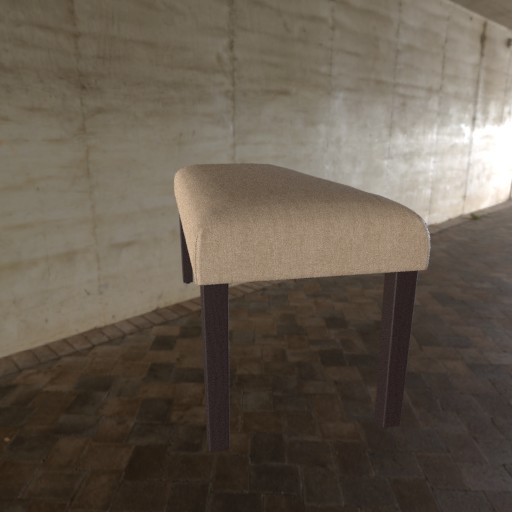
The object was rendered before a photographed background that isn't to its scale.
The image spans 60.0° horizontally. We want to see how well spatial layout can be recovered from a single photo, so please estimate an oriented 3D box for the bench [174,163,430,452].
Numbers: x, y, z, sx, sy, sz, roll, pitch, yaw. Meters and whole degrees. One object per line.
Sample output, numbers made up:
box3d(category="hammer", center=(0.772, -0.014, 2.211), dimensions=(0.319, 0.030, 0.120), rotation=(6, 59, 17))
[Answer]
box3d(category="bench", center=(0.000, 0.000, 1.235), dimensions=(0.407, 0.456, 1.013), rotation=(-3, 16, -11))
